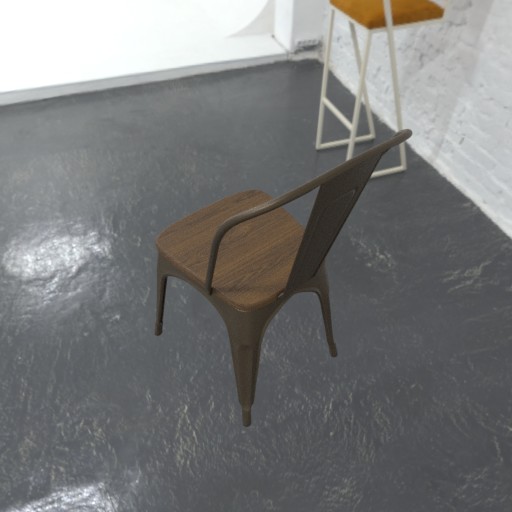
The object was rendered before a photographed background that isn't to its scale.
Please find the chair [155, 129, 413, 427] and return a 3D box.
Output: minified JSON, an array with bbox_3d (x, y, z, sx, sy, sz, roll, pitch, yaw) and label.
[{"bbox_3d":[0.000,0.000,1.142,0.451,0.844,0.532,-30,52,-27],"label":"chair"}]
